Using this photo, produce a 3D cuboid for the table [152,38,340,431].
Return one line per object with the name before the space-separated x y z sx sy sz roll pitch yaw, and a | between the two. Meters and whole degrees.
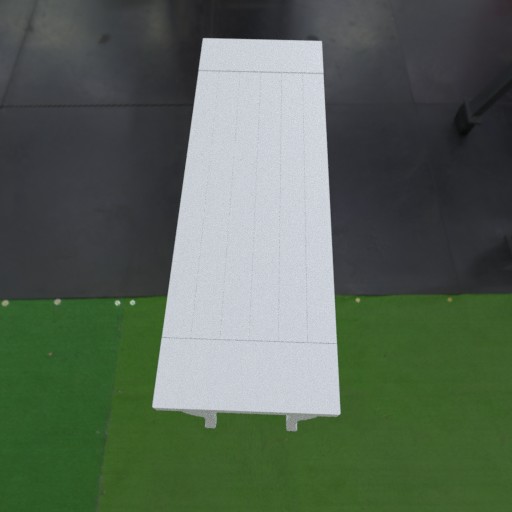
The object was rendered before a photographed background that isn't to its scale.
table | 0.000 0.000 1.423 0.373 0.768 1.062 2 62 1
